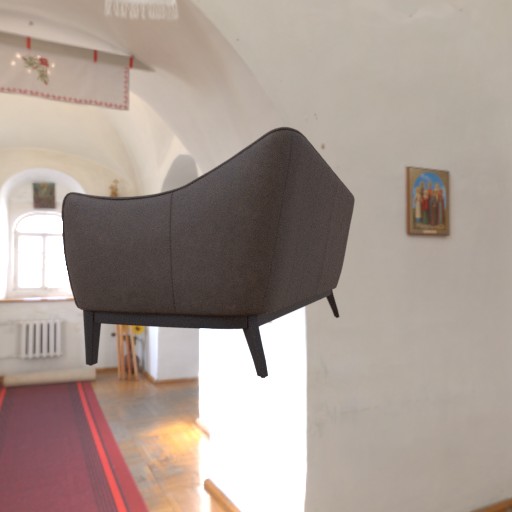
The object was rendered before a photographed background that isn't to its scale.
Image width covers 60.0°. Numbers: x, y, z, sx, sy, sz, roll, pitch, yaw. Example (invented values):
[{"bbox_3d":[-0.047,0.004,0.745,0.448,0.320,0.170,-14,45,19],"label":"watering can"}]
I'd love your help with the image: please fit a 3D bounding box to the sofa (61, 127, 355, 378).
[{"bbox_3d":[0.000,0.000,2.353,0.869,0.831,1.928,0,-1,19],"label":"sofa"}]
